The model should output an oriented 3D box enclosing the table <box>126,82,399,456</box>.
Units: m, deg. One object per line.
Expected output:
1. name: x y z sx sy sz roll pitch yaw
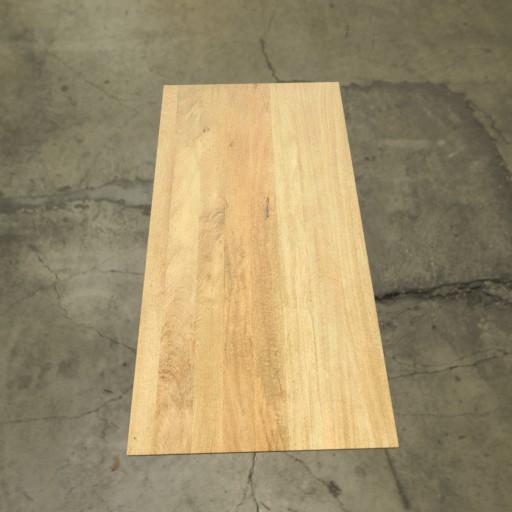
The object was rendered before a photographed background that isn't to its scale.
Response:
1. table: 0.000 0.000 1.628 0.699 0.400 1.348 -1 62 -1
